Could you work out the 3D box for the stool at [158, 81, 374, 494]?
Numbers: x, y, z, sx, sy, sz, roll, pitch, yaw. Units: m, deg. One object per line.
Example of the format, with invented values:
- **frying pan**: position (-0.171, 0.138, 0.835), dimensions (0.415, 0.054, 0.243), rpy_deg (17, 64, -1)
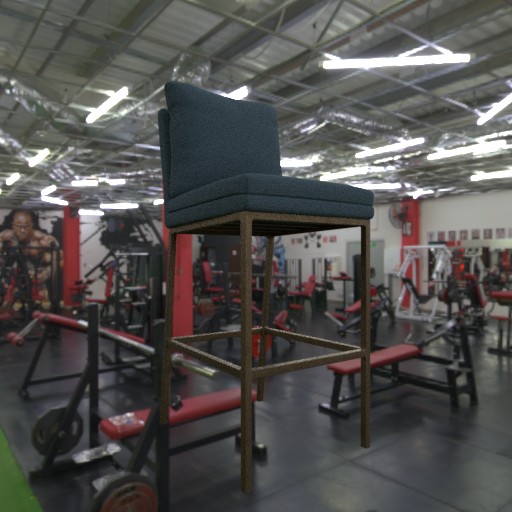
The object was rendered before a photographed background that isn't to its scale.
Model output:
- **stool**: position (0.000, 0.000, 1.394), dimensions (0.463, 1.124, 0.568), rpy_deg (0, 0, -35)
